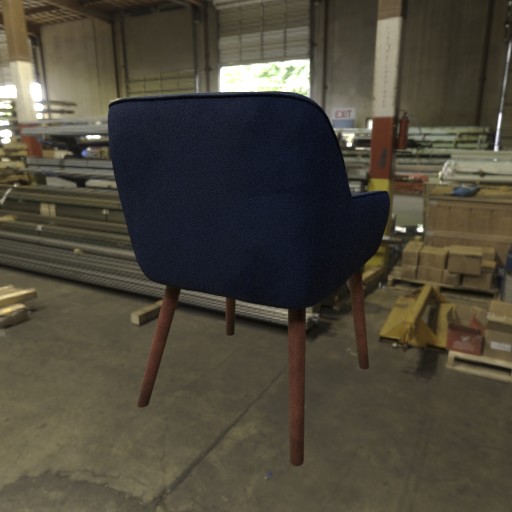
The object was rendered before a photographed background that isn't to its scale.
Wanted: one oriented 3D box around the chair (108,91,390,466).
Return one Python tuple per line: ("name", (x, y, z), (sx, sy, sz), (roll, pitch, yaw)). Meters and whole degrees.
("chair", (0.000, 0.000, 1.238), (0.600, 0.820, 0.600), (8, 18, 27))
